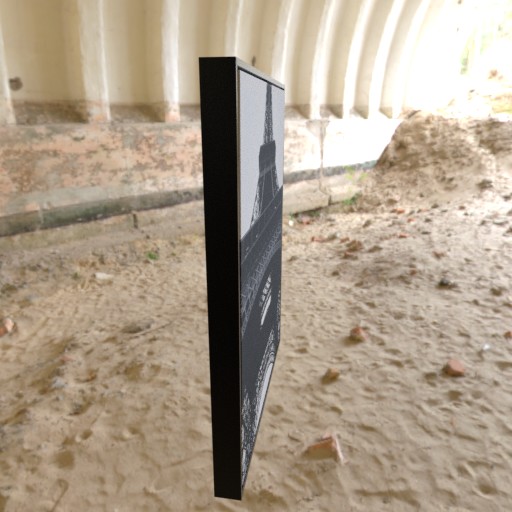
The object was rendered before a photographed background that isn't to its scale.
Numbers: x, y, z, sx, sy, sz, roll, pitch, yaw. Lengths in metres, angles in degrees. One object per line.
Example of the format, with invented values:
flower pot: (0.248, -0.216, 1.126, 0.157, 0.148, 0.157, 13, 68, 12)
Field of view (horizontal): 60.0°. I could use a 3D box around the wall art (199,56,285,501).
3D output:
wall art: (0.000, 0.000, 0.731, 0.039, 0.553, 0.451, 3, 18, 9)
